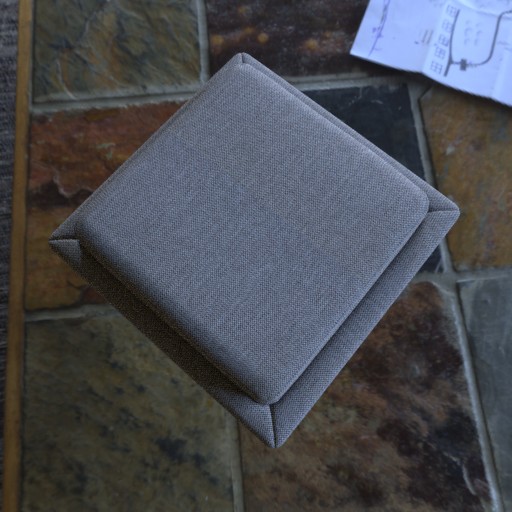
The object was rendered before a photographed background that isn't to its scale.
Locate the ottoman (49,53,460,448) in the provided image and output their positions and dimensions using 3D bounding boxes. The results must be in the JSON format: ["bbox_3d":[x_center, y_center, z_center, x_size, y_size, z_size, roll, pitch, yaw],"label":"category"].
[{"bbox_3d":[0.000,0.000,0.825,0.450,0.460,0.450,39,78,10],"label":"ottoman"}]
